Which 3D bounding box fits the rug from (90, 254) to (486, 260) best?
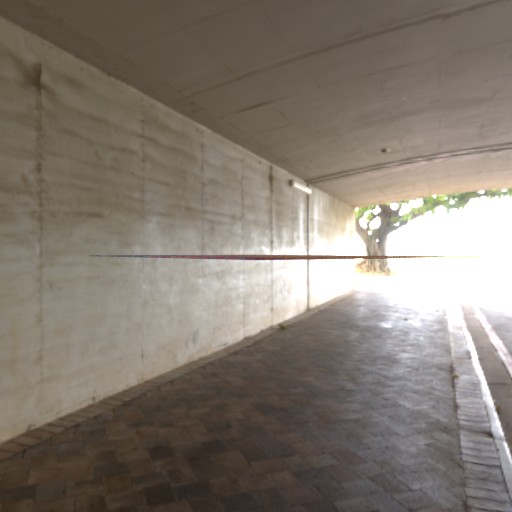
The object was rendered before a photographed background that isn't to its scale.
[{"bbox_3d":[0.000,0.000,3.757,2.007,0.013,2.896,0,1,-35],"label":"rug"}]
